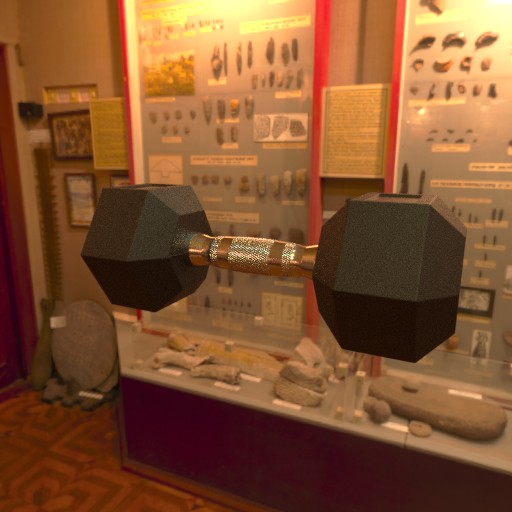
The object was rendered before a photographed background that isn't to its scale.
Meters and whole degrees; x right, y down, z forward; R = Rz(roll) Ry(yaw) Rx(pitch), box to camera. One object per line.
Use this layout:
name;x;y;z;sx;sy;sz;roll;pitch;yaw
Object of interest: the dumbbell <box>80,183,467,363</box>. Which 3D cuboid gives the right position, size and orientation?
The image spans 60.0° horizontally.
dumbbell;0.000;0.000;0.422;0.356;0.123;0.141;7;15;25
